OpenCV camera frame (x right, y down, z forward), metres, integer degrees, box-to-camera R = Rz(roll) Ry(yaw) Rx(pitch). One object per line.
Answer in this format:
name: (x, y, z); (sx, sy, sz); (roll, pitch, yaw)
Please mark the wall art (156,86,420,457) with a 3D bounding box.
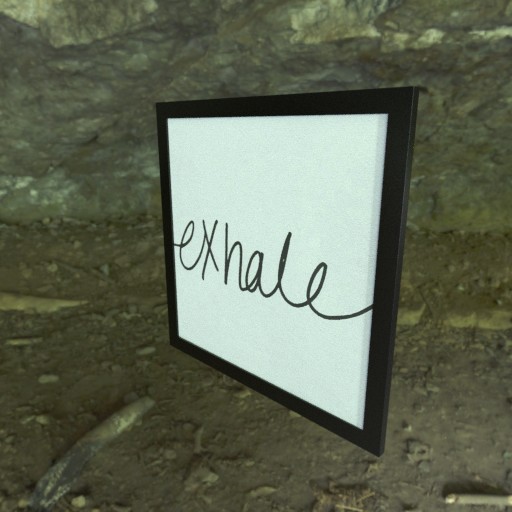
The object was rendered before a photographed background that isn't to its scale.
wall art: (0.000, 0.000, 0.655); (0.446, 0.445, 0.014); (15, 22, 41)
